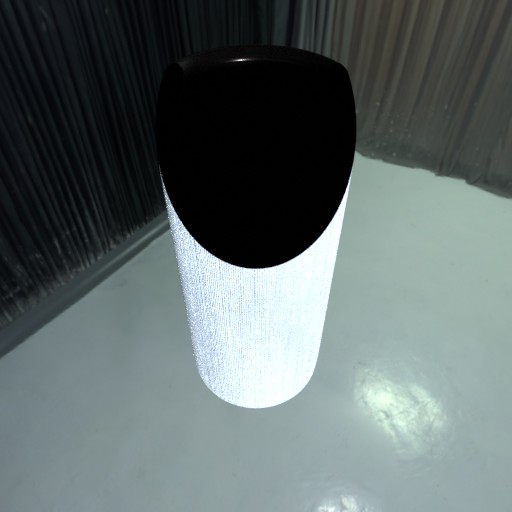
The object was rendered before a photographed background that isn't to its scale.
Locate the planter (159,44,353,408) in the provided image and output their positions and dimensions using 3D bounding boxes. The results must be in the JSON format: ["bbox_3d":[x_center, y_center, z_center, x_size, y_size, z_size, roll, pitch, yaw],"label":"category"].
[{"bbox_3d":[0.000,0.000,0.129,0.045,0.103,0.045,23,50,21],"label":"planter"}]
